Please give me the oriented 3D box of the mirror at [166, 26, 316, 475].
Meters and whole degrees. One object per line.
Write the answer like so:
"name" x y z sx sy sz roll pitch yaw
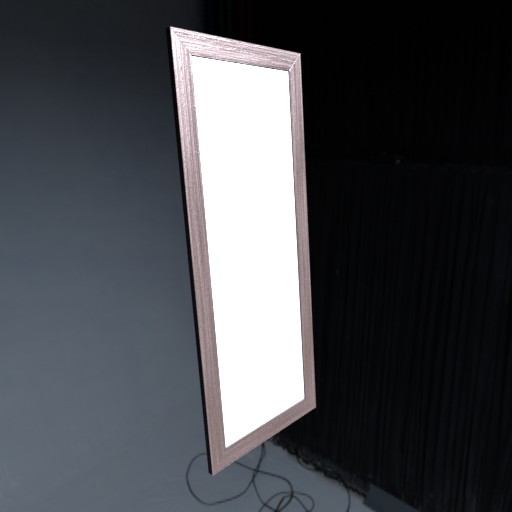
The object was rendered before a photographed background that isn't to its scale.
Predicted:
"mirror" 0.000 0.000 2.251 0.812 2.020 0.221 -14 20 -43
